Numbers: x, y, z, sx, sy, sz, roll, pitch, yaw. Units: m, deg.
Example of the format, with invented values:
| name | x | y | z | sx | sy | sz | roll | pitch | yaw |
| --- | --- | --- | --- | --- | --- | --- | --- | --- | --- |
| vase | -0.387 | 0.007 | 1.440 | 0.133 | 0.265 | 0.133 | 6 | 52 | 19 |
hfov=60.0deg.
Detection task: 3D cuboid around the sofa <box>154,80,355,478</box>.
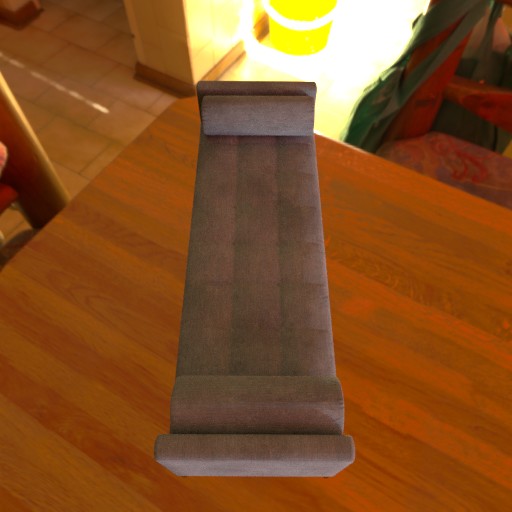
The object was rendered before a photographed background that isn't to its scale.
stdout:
| name | x | y | z | sx | sy | sz | roll | pitch | yaw |
| --- | --- | --- | --- | --- | --- | --- | --- | --- | --- |
| sofa | 0.000 | 0.000 | 2.253 | 0.686 | 0.635 | 1.981 | 0 | 58 | 0 |
